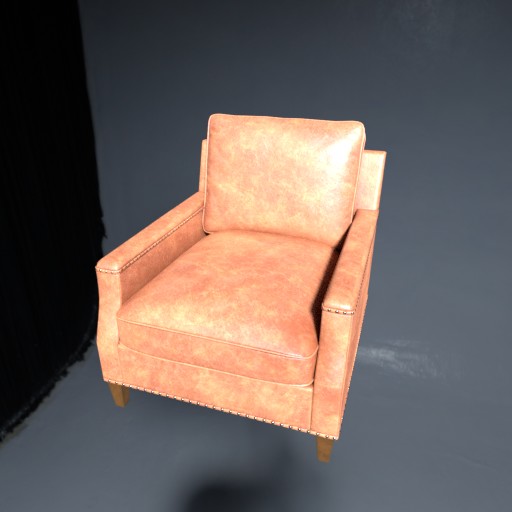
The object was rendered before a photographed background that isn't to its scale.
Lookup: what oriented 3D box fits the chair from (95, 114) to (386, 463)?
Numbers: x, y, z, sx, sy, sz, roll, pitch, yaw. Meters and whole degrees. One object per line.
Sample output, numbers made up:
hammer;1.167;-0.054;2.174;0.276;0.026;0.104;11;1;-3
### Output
chair;0.000;0.000;1.729;0.853;0.943;1.014;8;27;17
